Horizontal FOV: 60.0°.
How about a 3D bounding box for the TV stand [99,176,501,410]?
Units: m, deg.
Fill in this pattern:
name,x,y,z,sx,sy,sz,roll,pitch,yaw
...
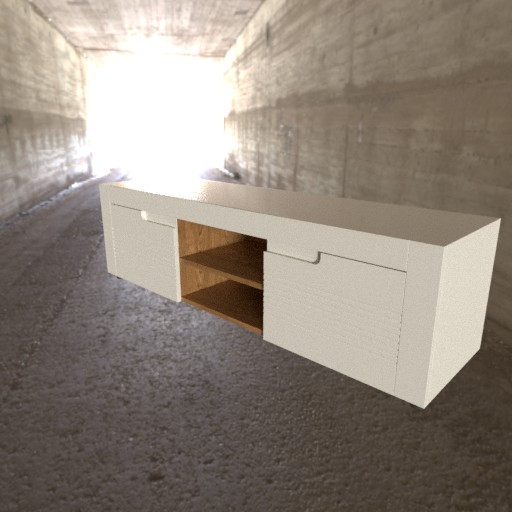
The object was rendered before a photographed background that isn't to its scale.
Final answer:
name,x,y,z,sx,sy,sz,roll,pitch,yaw
TV stand,0.000,0.000,1.655,1.500,0.440,0.410,15,22,41
